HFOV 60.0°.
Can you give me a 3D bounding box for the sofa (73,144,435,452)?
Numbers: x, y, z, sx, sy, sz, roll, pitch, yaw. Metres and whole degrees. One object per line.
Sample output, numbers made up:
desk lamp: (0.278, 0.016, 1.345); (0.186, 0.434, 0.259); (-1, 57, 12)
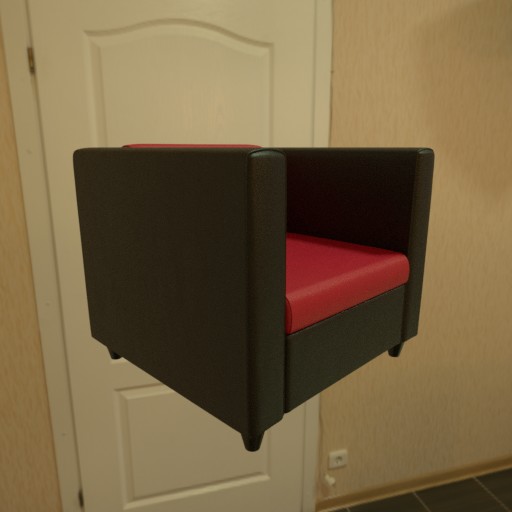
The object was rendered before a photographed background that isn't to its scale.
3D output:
sofa: (0.000, 0.000, 1.473); (0.809, 0.724, 0.839); (13, 19, 43)
